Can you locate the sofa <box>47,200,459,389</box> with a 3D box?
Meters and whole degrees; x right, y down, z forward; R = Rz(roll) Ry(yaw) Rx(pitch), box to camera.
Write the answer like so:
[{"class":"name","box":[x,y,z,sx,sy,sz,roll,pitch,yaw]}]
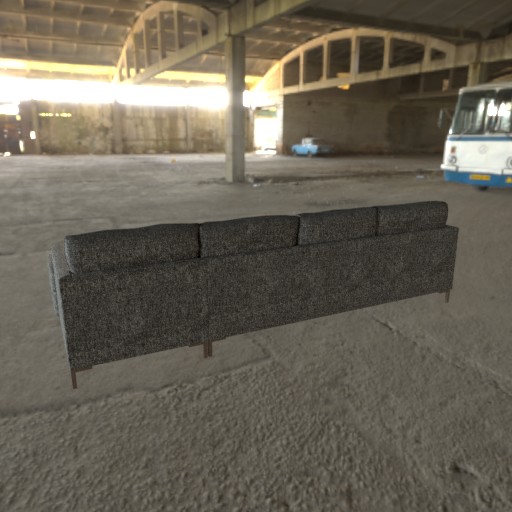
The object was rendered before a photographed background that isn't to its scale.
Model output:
[{"class":"sofa","box":[0.000,0.000,3.987,3.384,0.970,1.488,-8,17,-26]}]
